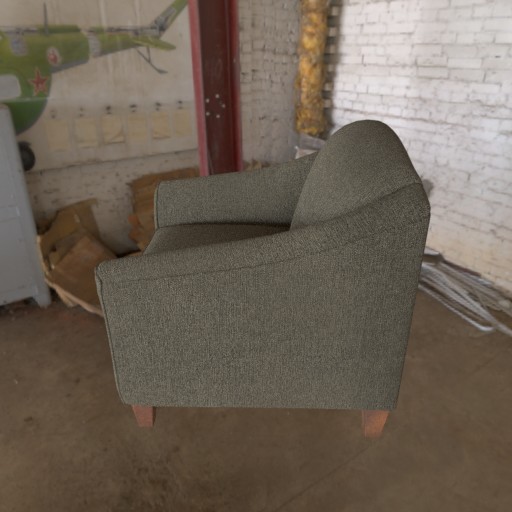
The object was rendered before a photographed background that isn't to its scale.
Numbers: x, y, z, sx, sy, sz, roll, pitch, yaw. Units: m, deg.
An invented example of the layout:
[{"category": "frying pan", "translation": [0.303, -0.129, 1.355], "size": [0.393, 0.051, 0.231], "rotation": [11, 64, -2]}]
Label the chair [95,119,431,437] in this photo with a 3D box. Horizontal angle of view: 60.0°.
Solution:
[{"category": "chair", "translation": [0.000, 0.000, 1.426], "size": [0.787, 0.839, 0.763], "rotation": [0, 25, 1]}]
